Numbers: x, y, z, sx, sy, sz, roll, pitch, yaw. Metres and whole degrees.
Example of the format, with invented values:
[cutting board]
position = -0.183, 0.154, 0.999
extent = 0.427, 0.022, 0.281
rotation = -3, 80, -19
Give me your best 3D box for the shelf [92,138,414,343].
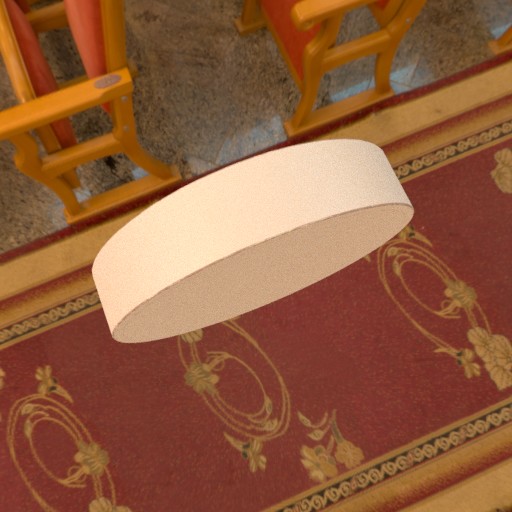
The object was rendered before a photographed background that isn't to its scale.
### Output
[shelf]
position = 0.000, 0.000, 1.178
extent = 0.806, 0.807, 0.158
rotation = -22, 76, -6
